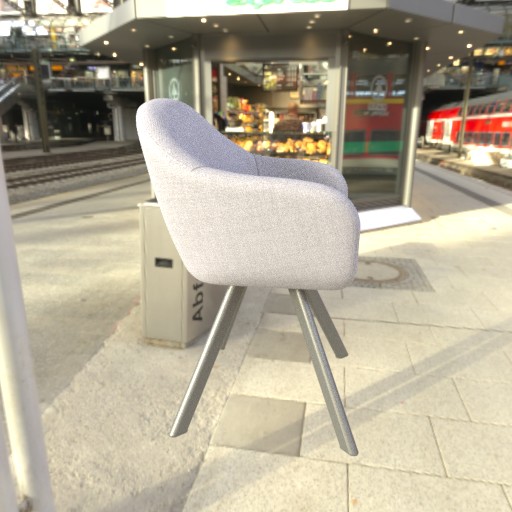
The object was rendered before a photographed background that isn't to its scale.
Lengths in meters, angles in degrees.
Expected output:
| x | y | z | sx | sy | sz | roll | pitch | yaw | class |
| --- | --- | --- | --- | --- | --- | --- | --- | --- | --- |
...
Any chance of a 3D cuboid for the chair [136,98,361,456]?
| x | y | z | sx | sy | sz | roll | pitch | yaw | class |
| --- | --- | --- | --- | --- | --- | --- | --- | --- | --- |
| 0.000 | 0.000 | 1.179 | 0.550 | 0.795 | 0.590 | 2 | 16 | 8 | chair |
